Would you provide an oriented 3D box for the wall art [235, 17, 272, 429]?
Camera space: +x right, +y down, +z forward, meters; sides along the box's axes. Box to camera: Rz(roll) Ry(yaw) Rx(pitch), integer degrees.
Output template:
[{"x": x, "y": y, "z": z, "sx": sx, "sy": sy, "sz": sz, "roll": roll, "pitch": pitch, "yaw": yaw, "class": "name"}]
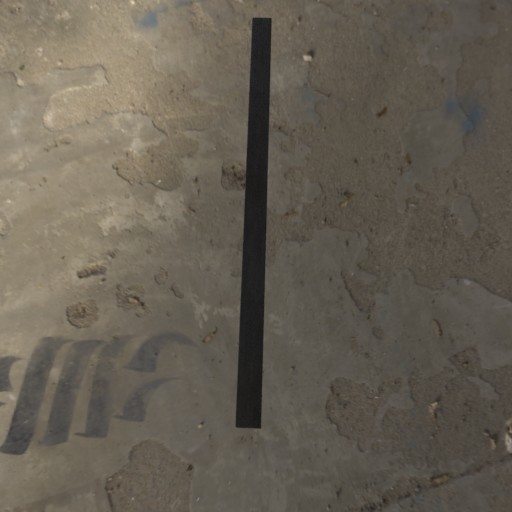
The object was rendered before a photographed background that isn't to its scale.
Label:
[{"x": 0.000, "y": 0.000, "z": 1.137, "sx": 0.039, "sy": 0.763, "sz": 0.763, "roll": 2, "pitch": 74, "yaw": 0, "class": "wall art"}]
